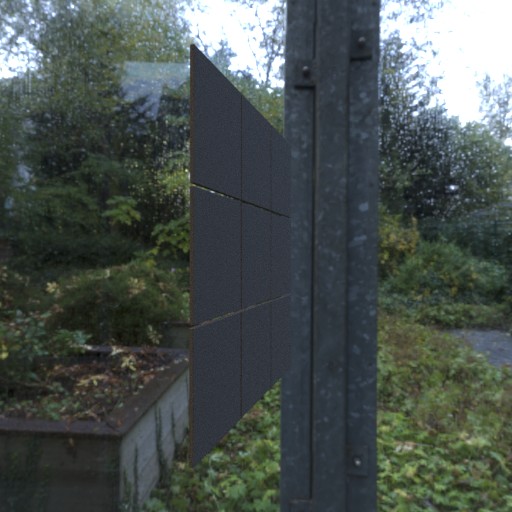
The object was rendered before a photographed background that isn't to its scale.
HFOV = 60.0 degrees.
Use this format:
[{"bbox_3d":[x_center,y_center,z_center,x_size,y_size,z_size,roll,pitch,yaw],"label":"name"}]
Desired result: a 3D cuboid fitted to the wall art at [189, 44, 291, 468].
[{"bbox_3d":[0.000,0.000,1.848,0.013,1.216,1.216,0,0,18],"label":"wall art"}]
